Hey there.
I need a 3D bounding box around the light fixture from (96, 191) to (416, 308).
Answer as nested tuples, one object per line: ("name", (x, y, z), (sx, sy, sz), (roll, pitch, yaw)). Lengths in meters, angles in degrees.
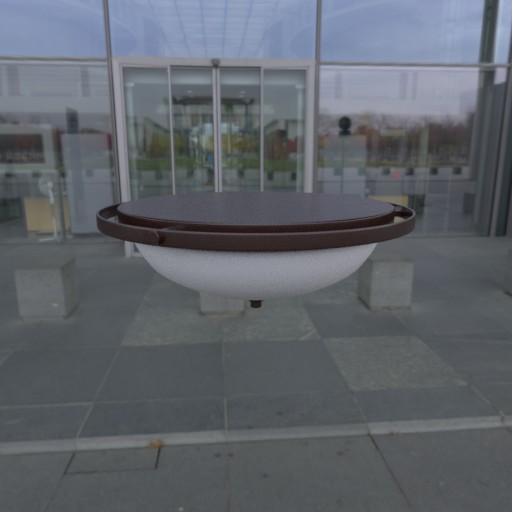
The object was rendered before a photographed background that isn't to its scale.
("light fixture", (0.000, 0.000, 0.543), (0.361, 0.130, 0.361), (0, 13, 0))
